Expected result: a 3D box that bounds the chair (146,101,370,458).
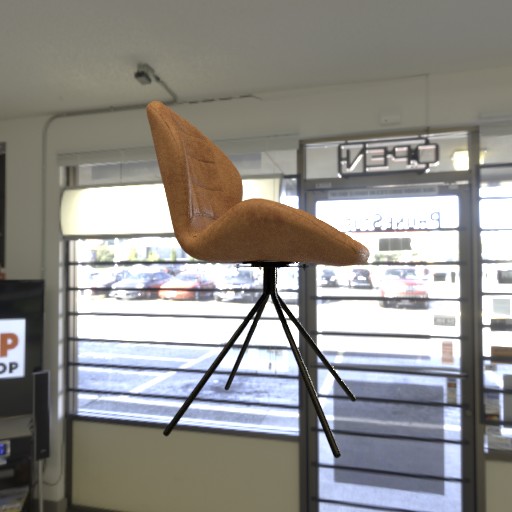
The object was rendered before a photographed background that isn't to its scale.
[{"bbox_3d":[0.000,0.000,1.298,0.640,0.929,0.527,0,-1,17],"label":"chair"}]
